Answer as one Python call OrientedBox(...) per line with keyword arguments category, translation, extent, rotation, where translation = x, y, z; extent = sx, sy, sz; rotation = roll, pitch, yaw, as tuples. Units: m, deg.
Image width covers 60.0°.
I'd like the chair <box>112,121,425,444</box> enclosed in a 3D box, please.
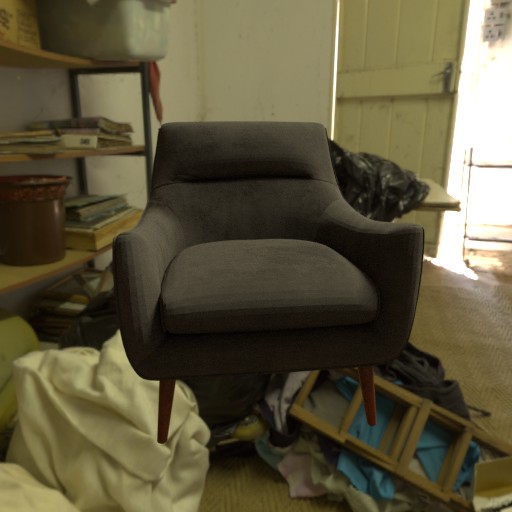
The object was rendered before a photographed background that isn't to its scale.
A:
OrientedBox(category="chair", translation=(0.000, 0.000, 1.429), extent=(0.762, 0.838, 0.787), rotation=(-2, 16, -7))
